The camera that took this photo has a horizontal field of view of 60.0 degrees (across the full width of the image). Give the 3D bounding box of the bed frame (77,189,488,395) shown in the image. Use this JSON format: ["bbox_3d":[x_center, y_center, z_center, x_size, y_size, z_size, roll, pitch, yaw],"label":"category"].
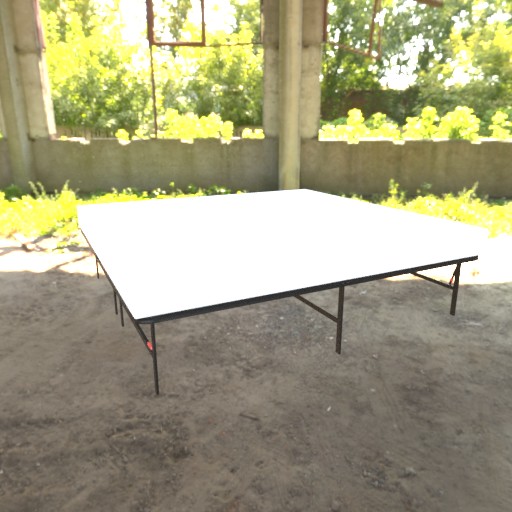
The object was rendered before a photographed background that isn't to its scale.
[{"bbox_3d":[0.000,0.000,3.014,2.032,0.559,1.930,-8,18,-26],"label":"bed frame"}]
